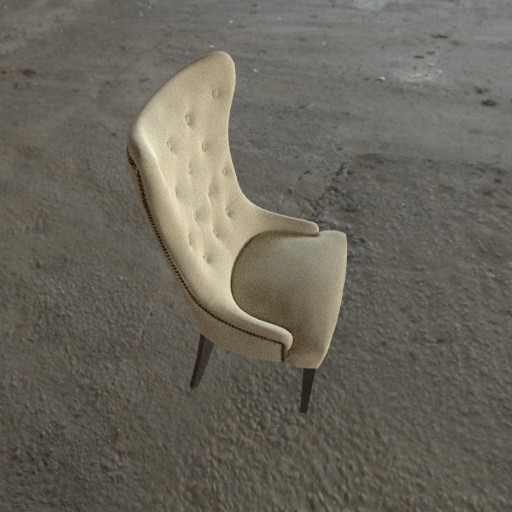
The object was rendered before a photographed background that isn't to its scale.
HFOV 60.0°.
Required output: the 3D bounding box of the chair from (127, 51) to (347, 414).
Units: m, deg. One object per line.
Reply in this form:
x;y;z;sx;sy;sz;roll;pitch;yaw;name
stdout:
0.000;0.000;1.440;0.590;1.065;0.584;11;48;10;chair
